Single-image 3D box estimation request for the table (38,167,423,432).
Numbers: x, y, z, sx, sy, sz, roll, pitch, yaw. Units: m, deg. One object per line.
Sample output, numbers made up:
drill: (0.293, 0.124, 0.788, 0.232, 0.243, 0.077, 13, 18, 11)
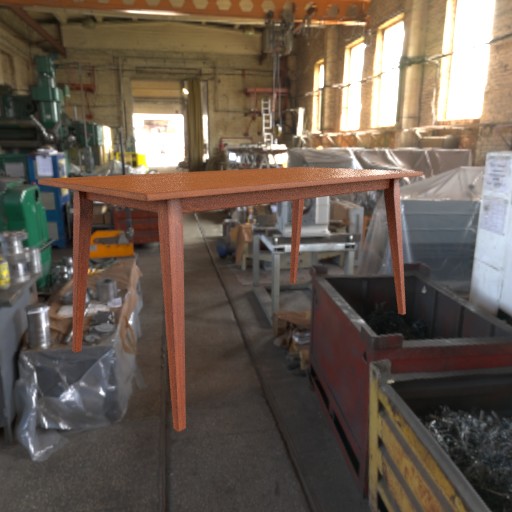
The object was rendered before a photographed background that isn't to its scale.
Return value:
table: (0.000, 0.000, 2.095, 1.609, 0.755, 0.811, -13, 19, -43)
